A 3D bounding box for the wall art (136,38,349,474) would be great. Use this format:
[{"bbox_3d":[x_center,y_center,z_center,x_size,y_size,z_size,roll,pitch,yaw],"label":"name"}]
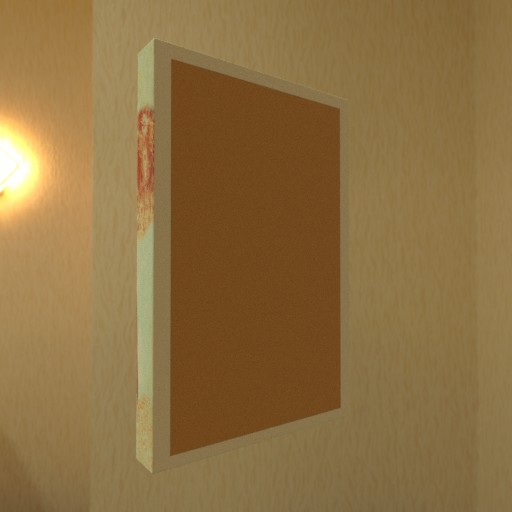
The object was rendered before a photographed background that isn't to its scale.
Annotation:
[{"bbox_3d":[0.000,0.000,0.475,0.251,0.380,0.039,1,-1,-37],"label":"wall art"}]
